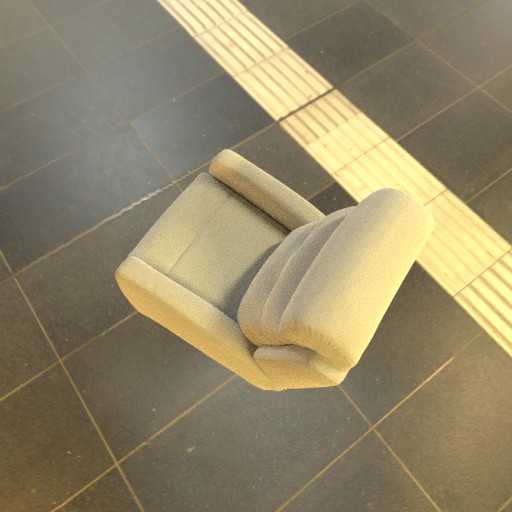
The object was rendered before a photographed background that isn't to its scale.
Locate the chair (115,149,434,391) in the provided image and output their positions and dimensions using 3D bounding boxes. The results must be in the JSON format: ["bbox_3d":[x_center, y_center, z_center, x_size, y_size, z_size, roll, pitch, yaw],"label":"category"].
[{"bbox_3d":[0.000,0.000,1.806,1.043,1.013,0.798,31,68,14],"label":"chair"}]
